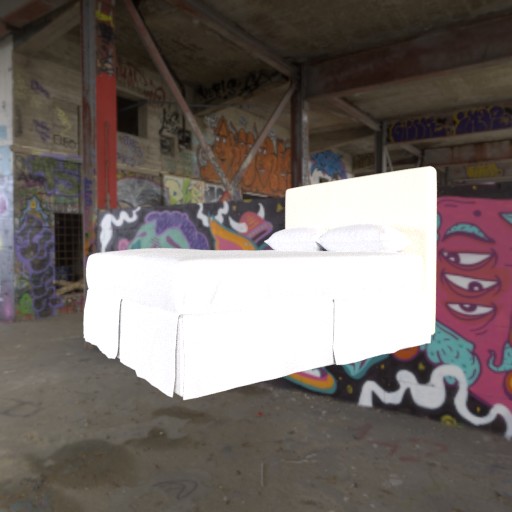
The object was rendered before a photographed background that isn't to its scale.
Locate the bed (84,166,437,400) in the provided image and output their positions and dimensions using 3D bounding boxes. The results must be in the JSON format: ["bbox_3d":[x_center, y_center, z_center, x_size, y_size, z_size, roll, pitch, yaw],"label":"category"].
[{"bbox_3d":[0.000,0.000,3.314,2.142,1.330,1.713,-1,2,-36],"label":"bed"}]
